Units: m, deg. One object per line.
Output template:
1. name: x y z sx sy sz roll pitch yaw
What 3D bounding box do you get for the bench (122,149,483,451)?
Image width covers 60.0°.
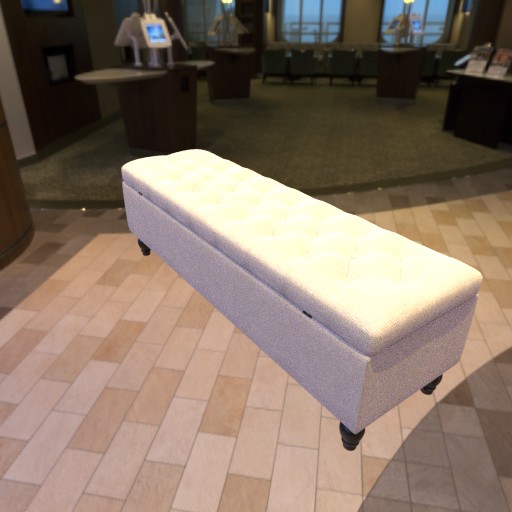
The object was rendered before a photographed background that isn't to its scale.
1. bench: 0.000 0.000 1.670 0.455 0.467 1.480 -19 34 -31
